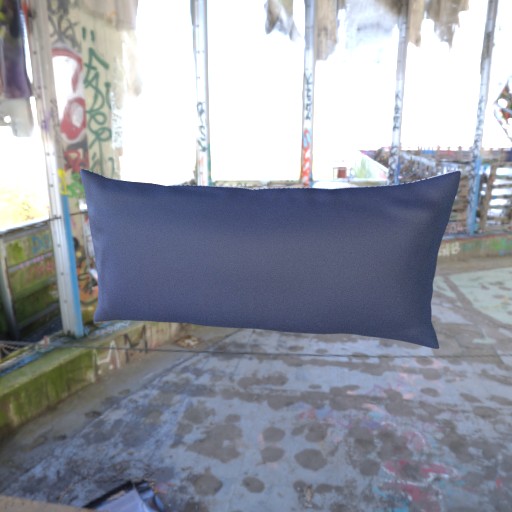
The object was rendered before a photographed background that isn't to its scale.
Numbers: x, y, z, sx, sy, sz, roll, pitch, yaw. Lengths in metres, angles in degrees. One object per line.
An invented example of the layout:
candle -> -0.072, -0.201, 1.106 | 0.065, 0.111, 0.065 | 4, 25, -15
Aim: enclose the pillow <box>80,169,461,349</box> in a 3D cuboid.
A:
pillow -> 0.000, 0.000, 0.738 | 0.610, 0.287, 0.151 | 2, 15, 9
